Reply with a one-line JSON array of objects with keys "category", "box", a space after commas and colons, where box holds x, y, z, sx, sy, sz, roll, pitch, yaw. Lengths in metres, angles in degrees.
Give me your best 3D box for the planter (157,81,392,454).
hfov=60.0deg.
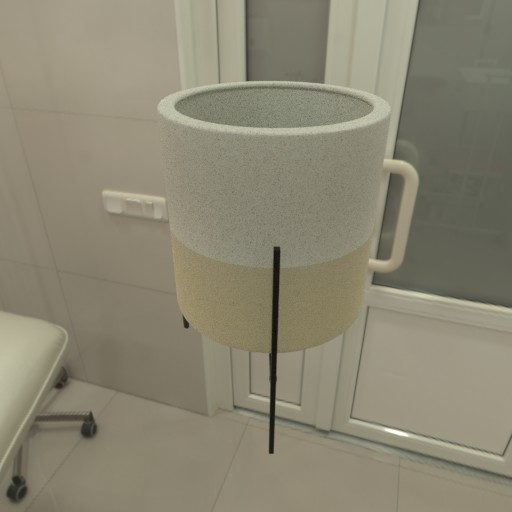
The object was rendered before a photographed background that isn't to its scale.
[{"category": "planter", "box": [0.000, 0.000, 0.541, 0.267, 0.362, 0.263, 9, 32, 15]}]
